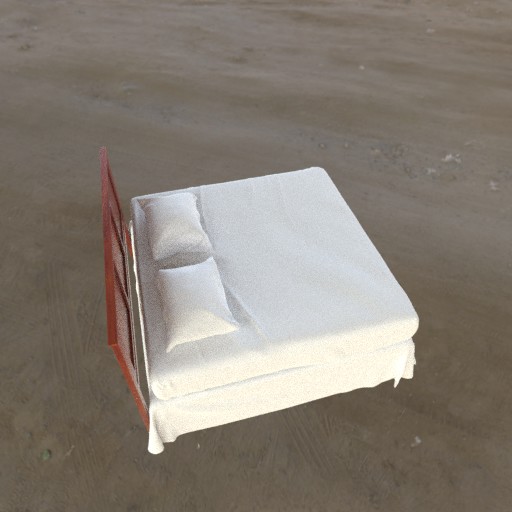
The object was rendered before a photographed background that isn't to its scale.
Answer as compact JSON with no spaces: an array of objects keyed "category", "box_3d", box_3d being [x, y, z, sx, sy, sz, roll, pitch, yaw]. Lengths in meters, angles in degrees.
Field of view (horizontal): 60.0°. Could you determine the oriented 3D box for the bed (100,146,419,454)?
[{"category":"bed","box_3d":[0.000,0.000,3.721,2.219,1.271,2.314,-11,47,-10]}]
